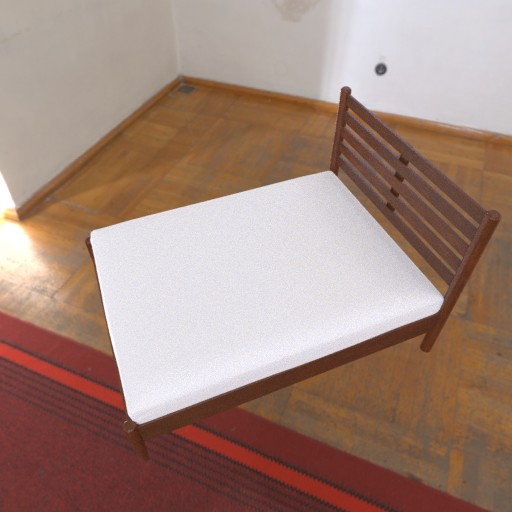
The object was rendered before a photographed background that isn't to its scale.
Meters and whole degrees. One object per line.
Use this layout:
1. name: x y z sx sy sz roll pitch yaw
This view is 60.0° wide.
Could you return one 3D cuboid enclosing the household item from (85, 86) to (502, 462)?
1. household item: 0.000 0.000 3.117 2.232 1.356 1.663 -17 49 -15
